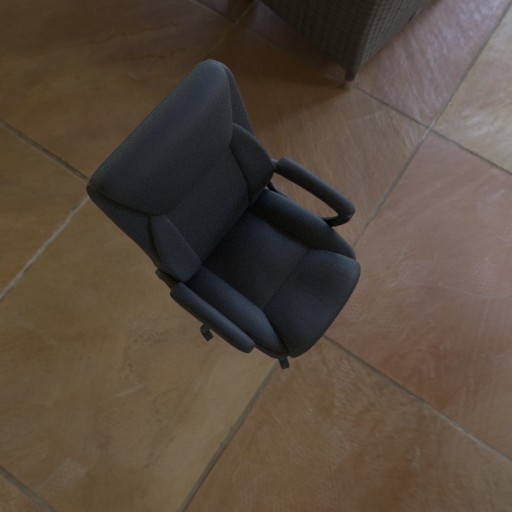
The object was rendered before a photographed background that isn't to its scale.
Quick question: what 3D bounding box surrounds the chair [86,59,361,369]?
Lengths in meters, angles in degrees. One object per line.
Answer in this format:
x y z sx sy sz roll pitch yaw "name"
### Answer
0.000 0.000 1.465 0.655 1.072 0.615 36 77 10 "chair"
